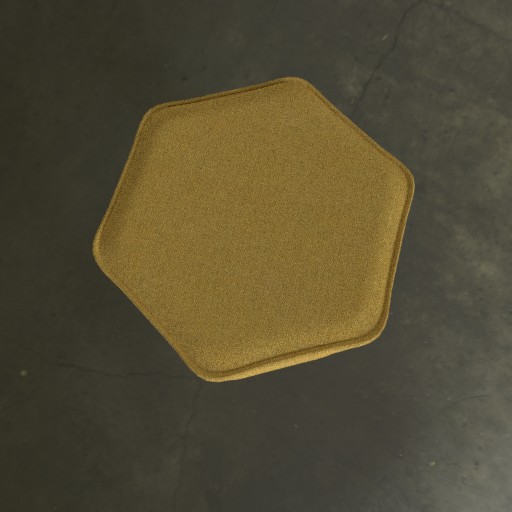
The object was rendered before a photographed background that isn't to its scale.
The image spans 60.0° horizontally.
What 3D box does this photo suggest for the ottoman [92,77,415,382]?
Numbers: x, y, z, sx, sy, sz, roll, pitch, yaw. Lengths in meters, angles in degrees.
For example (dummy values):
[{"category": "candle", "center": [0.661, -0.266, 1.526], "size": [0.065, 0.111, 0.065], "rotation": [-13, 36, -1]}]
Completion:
[{"category": "ottoman", "center": [0.000, 0.000, 0.882], "size": [0.443, 0.502, 0.494], "rotation": [15, 76, 4]}]
